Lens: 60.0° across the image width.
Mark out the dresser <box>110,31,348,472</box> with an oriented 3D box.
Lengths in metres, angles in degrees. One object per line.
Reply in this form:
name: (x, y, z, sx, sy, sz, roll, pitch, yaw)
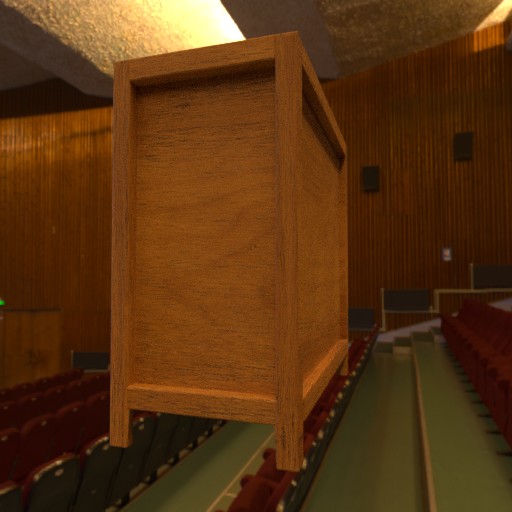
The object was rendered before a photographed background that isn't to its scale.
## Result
dresser: (0.000, 0.000, 1.250, 0.427, 0.804, 0.804, -1, -2, 18)
